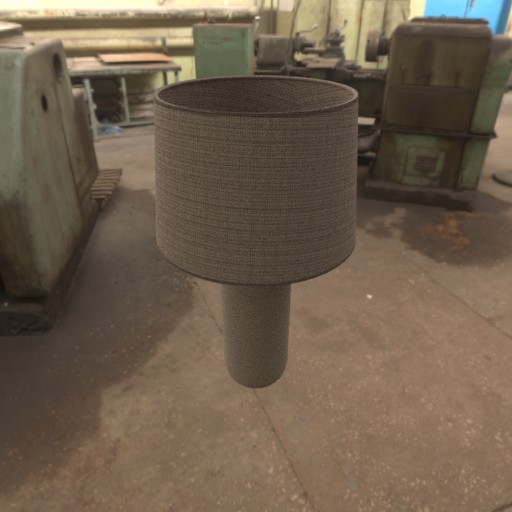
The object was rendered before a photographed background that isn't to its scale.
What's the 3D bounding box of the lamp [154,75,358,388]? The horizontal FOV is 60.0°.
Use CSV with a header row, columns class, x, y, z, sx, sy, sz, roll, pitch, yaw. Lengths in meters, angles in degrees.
class,x,y,z,sx,sy,sz,roll,pitch,yaw
lamp,0.000,0.000,0.857,0.367,0.609,0.367,0,30,0
